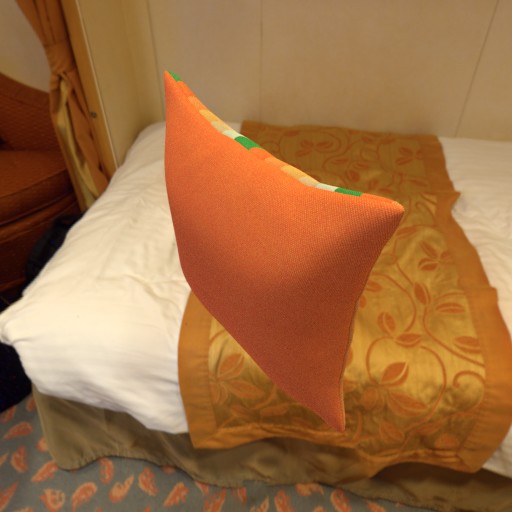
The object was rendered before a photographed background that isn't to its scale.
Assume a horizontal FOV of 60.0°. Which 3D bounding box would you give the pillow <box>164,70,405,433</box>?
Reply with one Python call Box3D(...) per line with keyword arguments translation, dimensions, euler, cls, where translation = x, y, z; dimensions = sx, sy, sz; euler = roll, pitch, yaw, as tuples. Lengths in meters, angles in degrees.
Box3D(translation=(0.000, 0.000, 0.694), dimensions=(0.169, 0.444, 0.453), euler=(-27, 49, -27), cls="pillow")
